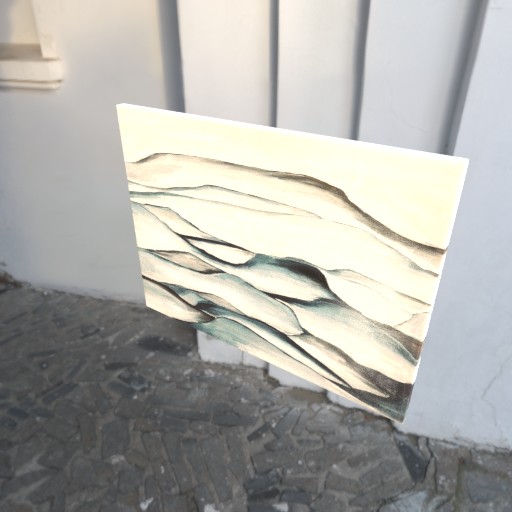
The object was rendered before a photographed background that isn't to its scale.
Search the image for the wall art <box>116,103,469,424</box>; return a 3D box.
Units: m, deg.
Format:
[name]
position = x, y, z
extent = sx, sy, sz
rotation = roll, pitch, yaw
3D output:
[wall art]
position = 0.000, 0.000, 1.582
extent = 1.219, 0.915, 0.039
rotation = 18, 35, 29
